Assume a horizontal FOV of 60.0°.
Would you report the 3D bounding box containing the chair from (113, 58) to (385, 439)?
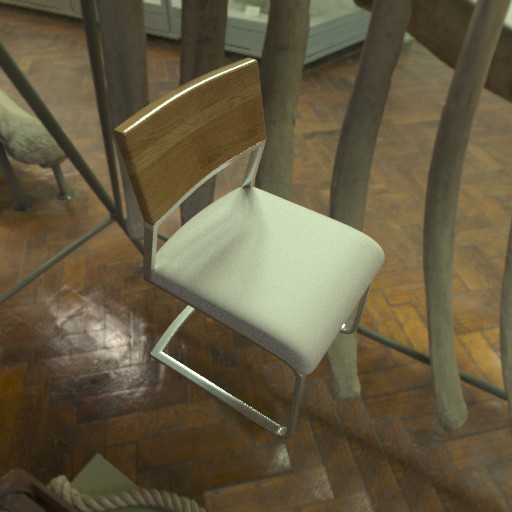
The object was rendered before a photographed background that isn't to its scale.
[{"bbox_3d":[0.000,0.000,1.205,0.585,0.844,0.467,24,49,24],"label":"chair"}]
